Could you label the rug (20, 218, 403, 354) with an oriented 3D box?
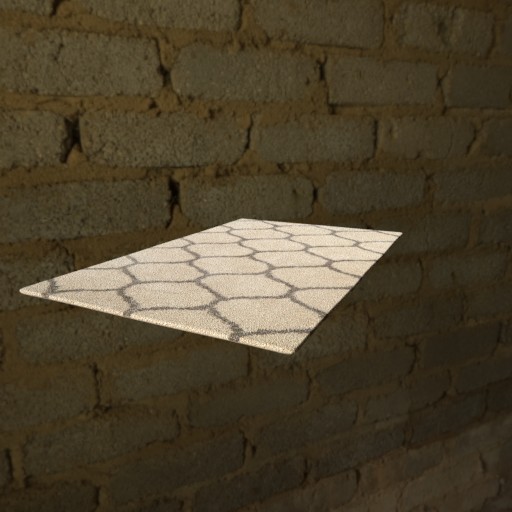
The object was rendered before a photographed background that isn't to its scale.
[{"bbox_3d":[0.000,0.000,2.920,1.501,0.024,2.348,7,16,26],"label":"rug"}]
